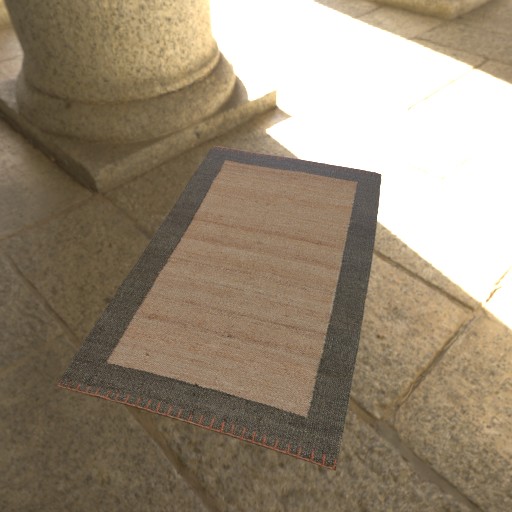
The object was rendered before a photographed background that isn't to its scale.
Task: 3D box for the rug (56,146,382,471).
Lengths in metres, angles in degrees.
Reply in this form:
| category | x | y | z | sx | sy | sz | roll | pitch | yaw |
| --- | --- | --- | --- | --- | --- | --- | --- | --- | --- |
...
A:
| category | x | y | z | sx | sy | sz | roll | pitch | yaw |
| --- | --- | --- | --- | --- | --- | --- | --- | --- | --- |
| rug | 0.000 | 0.000 | 3.003 | 1.521 | 0.006 | 2.435 | 12 | 47 | 11 |
